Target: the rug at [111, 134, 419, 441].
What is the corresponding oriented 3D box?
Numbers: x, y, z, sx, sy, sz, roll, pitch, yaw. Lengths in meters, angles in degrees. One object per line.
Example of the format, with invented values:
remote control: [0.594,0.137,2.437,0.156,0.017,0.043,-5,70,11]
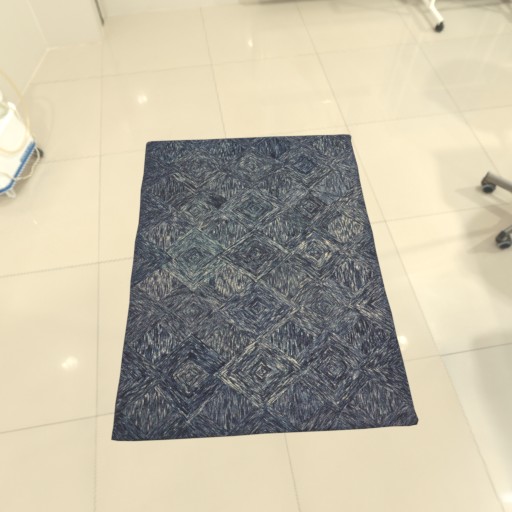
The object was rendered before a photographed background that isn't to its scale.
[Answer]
rug: [0.000,0.000,4.274,2.385,0.024,3.245,-3,58,-2]
